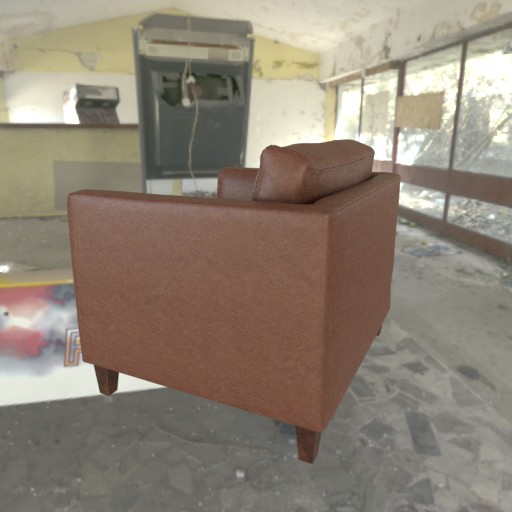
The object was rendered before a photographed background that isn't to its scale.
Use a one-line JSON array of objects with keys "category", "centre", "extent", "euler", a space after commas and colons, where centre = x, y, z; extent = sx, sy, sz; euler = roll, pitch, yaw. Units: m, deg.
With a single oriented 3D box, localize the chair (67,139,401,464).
[{"category": "chair", "centre": [0.000, 0.000, 1.807], "extent": [0.959, 0.917, 1.107], "euler": [8, 17, 25]}]
